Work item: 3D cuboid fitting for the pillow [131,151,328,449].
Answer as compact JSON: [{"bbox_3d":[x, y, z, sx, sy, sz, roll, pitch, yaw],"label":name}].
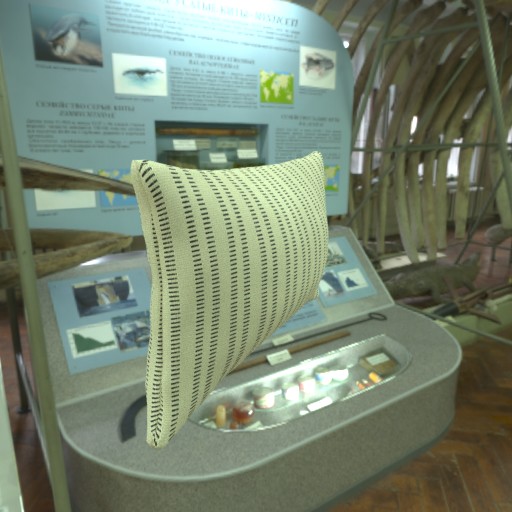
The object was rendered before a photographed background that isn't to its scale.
[{"bbox_3d":[0.000,0.000,0.785,0.210,0.353,0.640,7,16,25],"label":"pillow"}]
